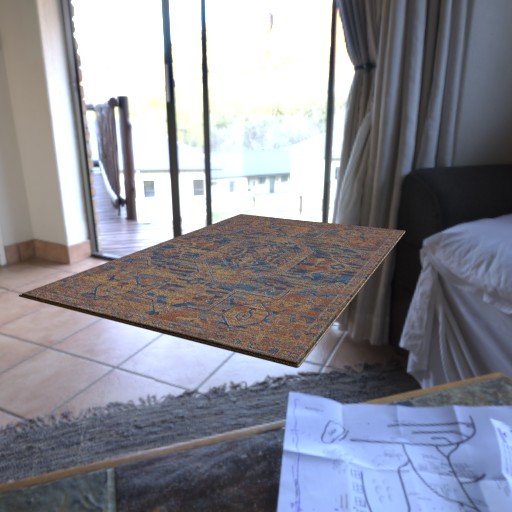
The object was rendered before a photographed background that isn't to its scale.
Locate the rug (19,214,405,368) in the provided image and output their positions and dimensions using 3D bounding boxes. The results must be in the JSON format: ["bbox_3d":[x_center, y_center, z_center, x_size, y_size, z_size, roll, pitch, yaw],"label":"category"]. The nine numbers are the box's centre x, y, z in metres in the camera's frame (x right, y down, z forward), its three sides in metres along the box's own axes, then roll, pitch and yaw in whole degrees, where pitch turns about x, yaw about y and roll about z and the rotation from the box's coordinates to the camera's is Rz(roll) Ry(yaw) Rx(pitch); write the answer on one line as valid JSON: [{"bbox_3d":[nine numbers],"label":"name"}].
[{"bbox_3d":[0.000,0.000,2.194,1.148,0.013,1.758,8,19,26],"label":"rug"}]
